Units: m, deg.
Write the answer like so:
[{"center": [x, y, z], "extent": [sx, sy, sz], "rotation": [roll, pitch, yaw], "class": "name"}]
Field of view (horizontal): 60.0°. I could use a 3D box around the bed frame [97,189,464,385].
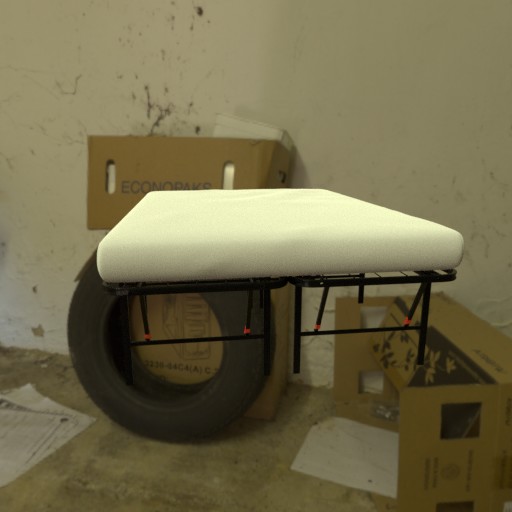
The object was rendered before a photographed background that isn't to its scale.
[{"center": [0.000, 0.000, 2.556], "extent": [1.372, 0.637, 1.905], "rotation": [-2, 14, -8], "class": "bed frame"}]
